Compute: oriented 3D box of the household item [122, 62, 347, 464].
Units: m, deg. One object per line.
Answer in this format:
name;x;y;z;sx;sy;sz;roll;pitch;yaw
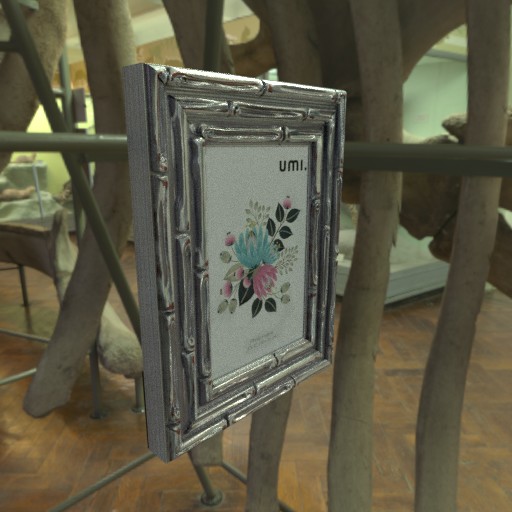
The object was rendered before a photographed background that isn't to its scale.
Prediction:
household item;0.000;0.000;0.292;0.025;0.216;0.165;14;20;43
